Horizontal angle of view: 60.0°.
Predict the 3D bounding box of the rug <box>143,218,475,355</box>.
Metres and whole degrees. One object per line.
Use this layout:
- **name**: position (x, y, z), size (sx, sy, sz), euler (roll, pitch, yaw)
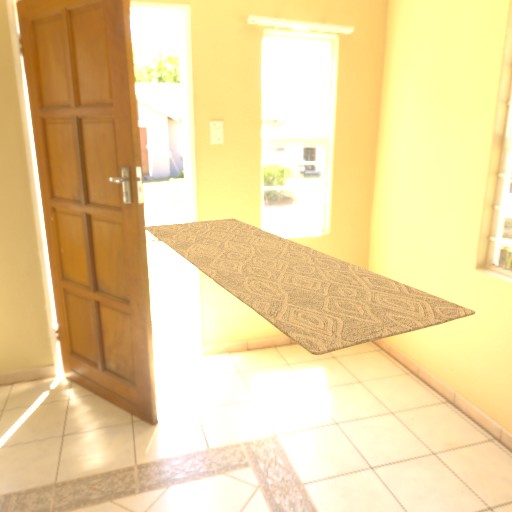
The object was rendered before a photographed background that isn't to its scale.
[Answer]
- **rug**: position (0.000, 0.000, 2.679), size (0.807, 0.013, 2.436), euler (-8, 17, -26)
